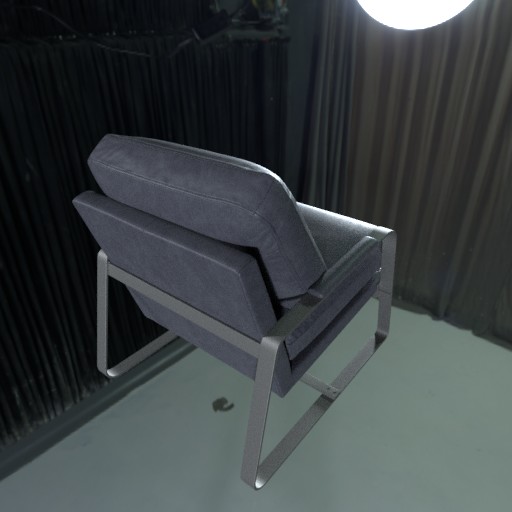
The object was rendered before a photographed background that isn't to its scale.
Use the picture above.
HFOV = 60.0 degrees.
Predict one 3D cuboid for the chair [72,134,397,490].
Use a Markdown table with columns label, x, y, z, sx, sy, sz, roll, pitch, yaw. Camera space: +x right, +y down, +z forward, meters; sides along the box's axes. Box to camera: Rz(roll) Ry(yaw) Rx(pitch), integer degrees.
| label | x | y | z | sx | sy | sz | roll | pitch | yaw |
| --- | --- | --- | --- | --- | --- | --- | --- | --- | --- |
| chair | 0.000 | 0.000 | 1.446 | 0.692 | 0.839 | 0.878 | 22 | 37 | 33 |
